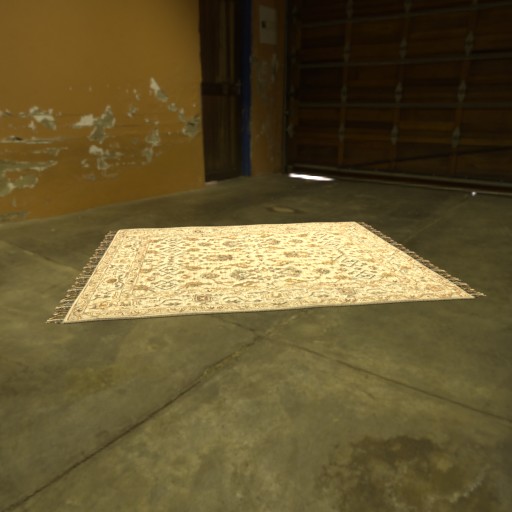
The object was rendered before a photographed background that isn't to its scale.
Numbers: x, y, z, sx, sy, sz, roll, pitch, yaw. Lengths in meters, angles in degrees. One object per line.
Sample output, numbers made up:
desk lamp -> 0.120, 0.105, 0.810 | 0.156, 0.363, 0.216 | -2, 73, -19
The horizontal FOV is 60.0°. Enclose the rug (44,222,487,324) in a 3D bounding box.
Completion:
rug -> 0.000, 0.000, 4.141 | 3.061, 0.034, 2.426 | -3, 18, -8
